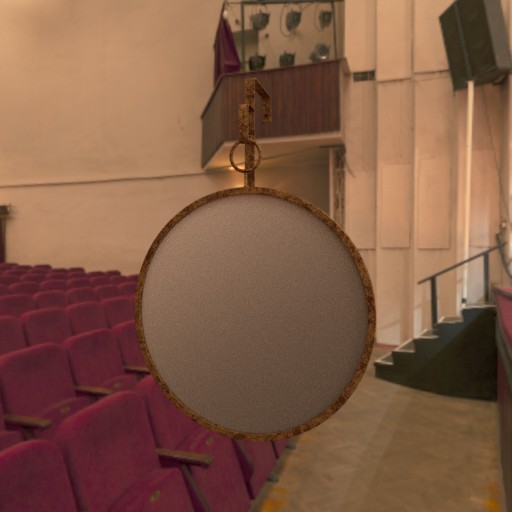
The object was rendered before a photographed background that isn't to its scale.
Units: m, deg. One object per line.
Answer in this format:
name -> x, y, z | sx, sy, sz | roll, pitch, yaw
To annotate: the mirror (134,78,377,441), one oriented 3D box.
mirror -> 0.000, 0.000, 0.842 | 0.447, 0.651, 0.144 | 0, 0, 18
